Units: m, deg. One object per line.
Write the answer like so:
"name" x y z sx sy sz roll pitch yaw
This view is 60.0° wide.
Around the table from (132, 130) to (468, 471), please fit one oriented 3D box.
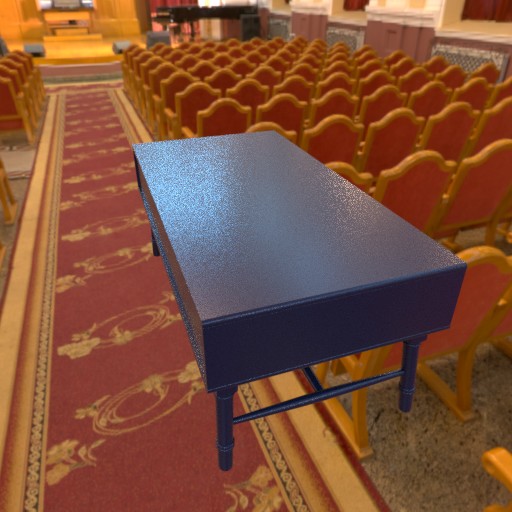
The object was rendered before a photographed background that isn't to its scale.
"table" 0.000 0.000 1.365 0.572 0.457 1.067 -10 32 -17
